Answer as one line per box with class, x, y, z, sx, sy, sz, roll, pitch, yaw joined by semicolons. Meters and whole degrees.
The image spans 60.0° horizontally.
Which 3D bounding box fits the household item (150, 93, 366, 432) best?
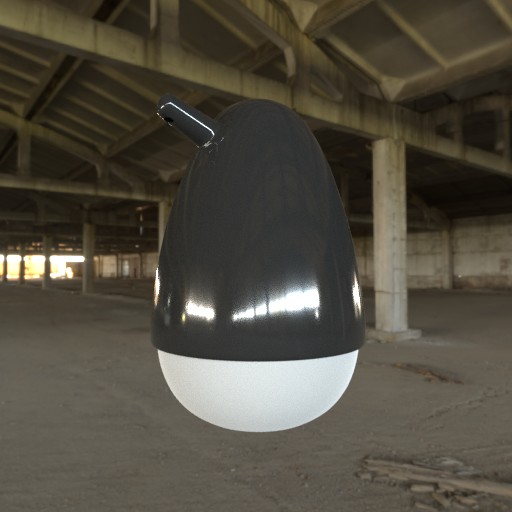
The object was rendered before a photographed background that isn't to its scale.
household item;0.000;0.000;0.216;0.104;0.152;0.102;1;-2;-38
